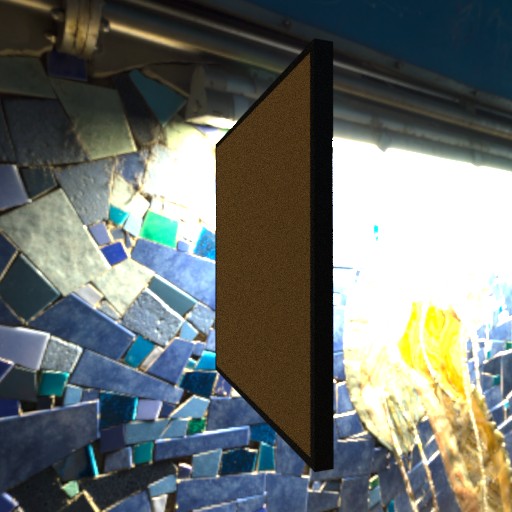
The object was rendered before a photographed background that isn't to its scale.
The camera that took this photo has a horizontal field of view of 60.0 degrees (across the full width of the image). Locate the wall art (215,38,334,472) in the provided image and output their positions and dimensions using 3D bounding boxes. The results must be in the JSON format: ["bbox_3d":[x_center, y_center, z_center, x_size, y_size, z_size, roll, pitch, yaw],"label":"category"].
[{"bbox_3d":[0.000,0.000,1.146,0.038,0.763,0.763,0,0,-18],"label":"wall art"}]
